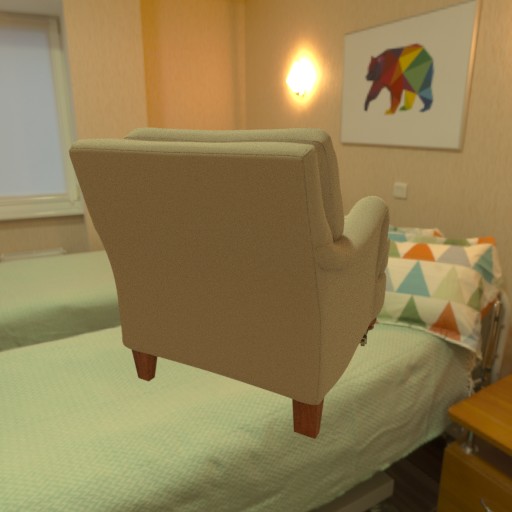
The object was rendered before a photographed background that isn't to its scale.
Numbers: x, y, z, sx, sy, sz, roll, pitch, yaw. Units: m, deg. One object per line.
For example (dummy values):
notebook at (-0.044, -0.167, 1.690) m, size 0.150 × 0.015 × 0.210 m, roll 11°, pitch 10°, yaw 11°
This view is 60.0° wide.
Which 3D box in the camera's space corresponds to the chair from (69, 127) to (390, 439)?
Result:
chair at (0.000, 0.000, 1.863) m, size 0.955 × 1.038 × 1.070 m, roll 9°, pitch 19°, yaw 27°
